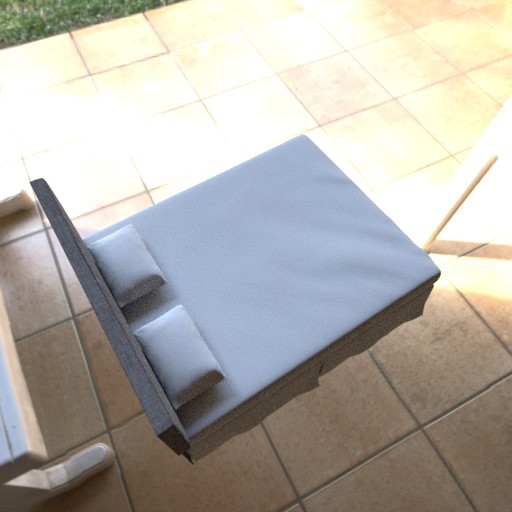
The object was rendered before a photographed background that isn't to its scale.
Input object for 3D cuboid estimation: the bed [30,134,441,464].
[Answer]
[{"bbox_3d":[0.000,0.000,2.874,1.958,1.168,1.621,-29,63,-16],"label":"bed"}]
